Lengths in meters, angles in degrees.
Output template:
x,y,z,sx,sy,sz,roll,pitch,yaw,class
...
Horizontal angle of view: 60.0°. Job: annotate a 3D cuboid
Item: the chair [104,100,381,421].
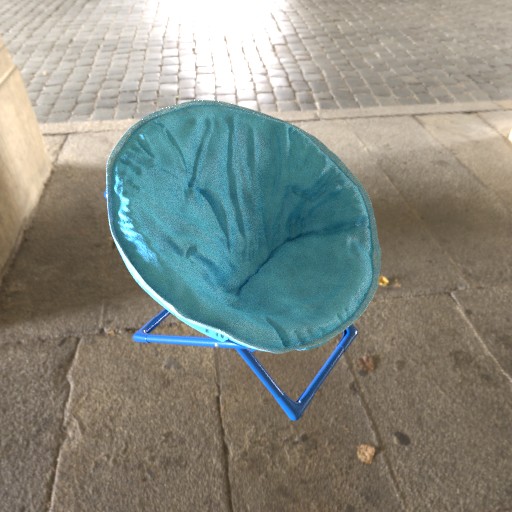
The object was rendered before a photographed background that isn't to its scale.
x,y,z,sx,sy,sz,roll,pitch,yaw,class
0.000,0.000,0.872,0.465,0.478,0.520,25,47,26,chair
